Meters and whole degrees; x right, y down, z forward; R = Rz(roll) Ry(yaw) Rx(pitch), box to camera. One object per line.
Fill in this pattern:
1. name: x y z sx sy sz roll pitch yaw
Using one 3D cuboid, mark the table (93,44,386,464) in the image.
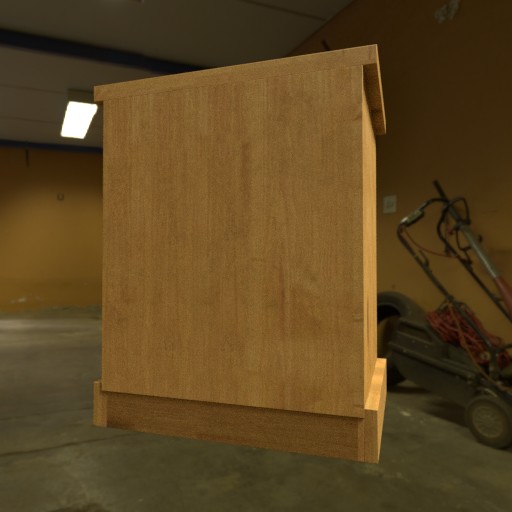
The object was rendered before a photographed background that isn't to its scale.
1. table: 0.000 0.000 1.196 0.660 0.813 0.500 0 -1 18
